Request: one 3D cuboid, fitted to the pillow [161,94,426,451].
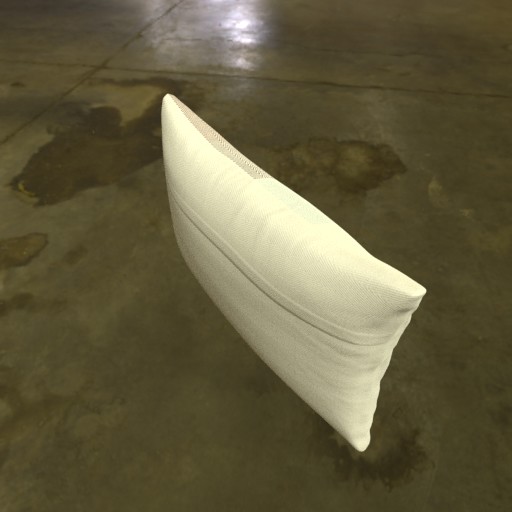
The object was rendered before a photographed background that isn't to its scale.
[{"bbox_3d":[0.000,0.000,0.629,0.139,0.305,0.506,-24,47,-25],"label":"pillow"}]
